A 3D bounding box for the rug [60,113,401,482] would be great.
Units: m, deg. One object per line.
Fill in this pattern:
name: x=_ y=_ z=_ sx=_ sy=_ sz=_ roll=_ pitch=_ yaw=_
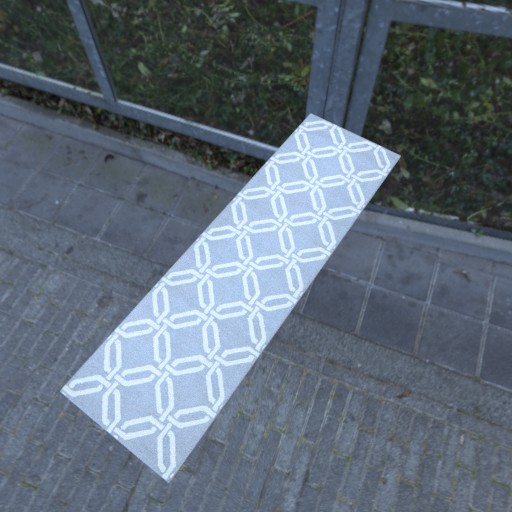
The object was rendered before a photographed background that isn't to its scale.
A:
rug: x=0.000 y=0.000 z=2.464 sx=0.678 sy=0.014 sz=2.276 roll=31 pitch=65 yaw=17
